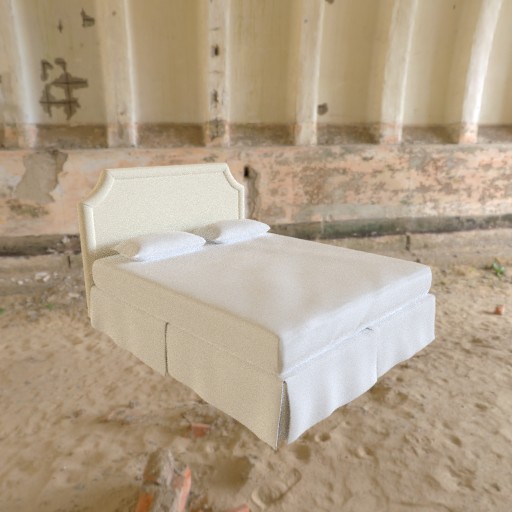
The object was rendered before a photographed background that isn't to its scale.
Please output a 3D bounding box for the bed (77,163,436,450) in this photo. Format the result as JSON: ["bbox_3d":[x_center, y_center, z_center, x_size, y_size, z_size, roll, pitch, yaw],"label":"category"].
[{"bbox_3d":[0.000,0.000,4.269,2.773,1.590,2.350,14,21,43],"label":"bed"}]
